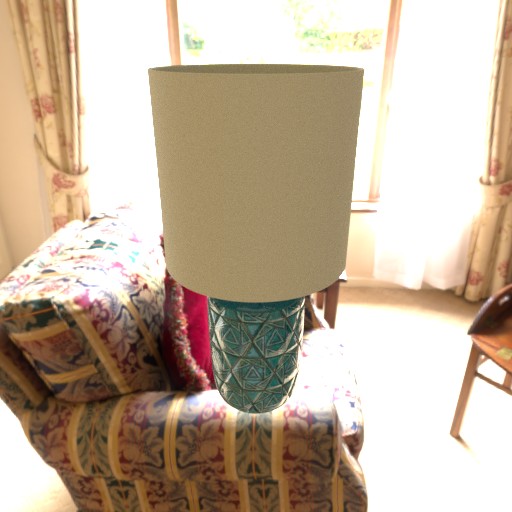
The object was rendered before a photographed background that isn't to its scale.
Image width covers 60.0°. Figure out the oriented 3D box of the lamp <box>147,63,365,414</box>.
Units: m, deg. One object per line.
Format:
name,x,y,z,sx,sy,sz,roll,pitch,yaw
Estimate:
lamp,0.000,0.000,0.482,0.193,0.377,0.193,-17,30,-32
